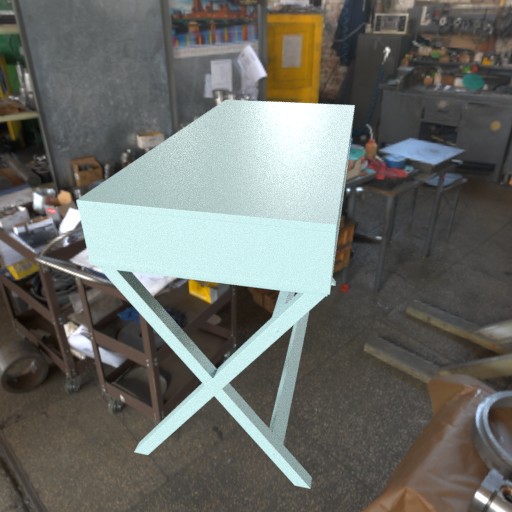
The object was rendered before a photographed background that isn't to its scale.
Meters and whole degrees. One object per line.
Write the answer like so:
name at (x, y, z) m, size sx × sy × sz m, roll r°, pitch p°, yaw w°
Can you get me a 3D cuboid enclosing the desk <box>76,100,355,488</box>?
desk at (0.000, 0.000, 1.461) m, size 0.525 × 0.780 × 1.057 m, roll 6°, pitch 30°, yaw 11°
